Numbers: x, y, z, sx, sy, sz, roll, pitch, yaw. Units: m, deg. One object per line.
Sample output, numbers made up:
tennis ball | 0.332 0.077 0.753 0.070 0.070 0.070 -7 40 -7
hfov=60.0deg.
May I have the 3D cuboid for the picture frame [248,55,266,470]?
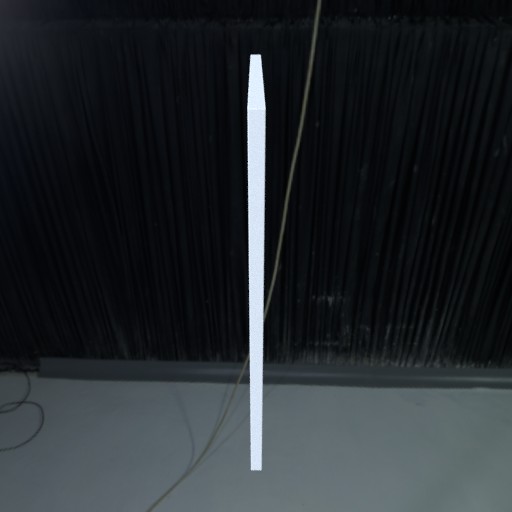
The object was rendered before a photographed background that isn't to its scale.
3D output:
picture frame | 0.000 0.000 0.565 0.013 0.434 0.305 0 31 0
